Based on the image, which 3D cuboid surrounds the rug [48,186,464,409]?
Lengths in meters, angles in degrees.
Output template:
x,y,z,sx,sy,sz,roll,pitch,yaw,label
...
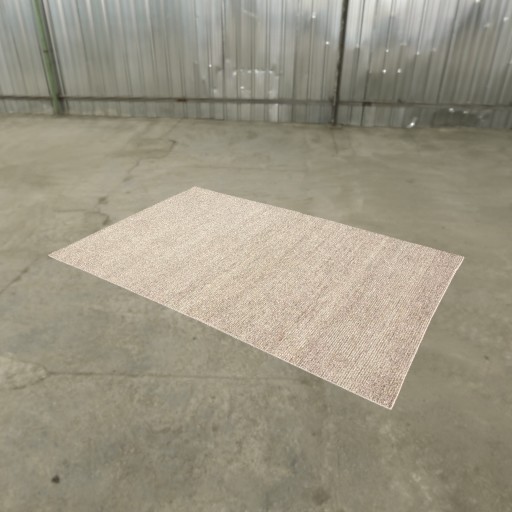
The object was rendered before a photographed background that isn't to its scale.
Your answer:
x,y,z,sx,sy,sz,roll,pitch,yaw,label
0.000,0.000,2.253,1.792,0.021,1.154,18,35,29,rug
